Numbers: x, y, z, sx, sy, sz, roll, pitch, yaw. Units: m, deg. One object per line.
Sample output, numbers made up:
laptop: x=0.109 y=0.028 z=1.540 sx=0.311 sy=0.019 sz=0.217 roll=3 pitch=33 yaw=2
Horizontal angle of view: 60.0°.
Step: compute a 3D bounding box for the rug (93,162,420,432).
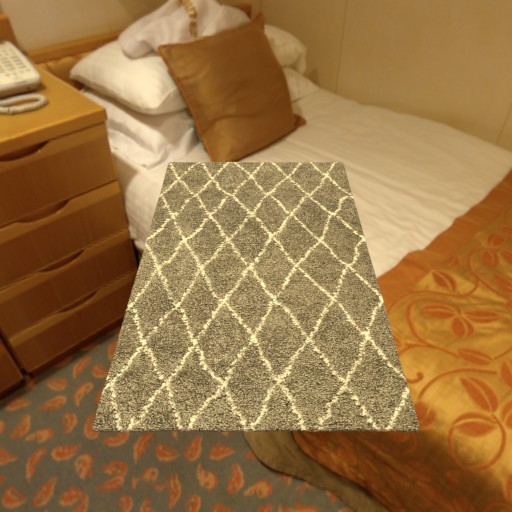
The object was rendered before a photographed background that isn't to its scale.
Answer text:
rug: x=0.000 y=0.000 z=2.961 sx=1.524 sy=0.030 sz=2.438 roll=0 pitch=42 yaw=0
